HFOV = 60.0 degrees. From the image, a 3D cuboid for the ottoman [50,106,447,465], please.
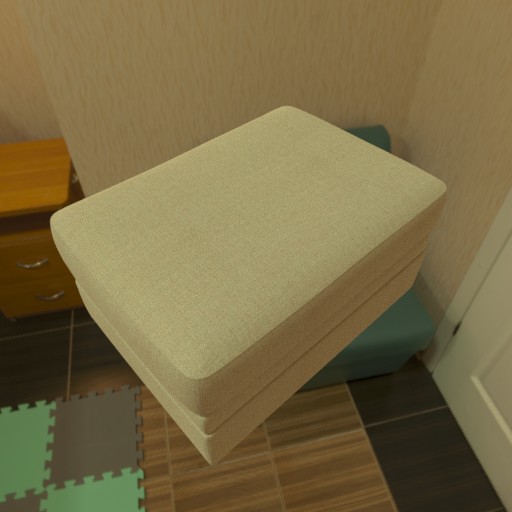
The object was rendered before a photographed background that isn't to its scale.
[{"bbox_3d":[0.000,0.000,1.269,0.885,0.478,0.637,-33,55,-28],"label":"ottoman"}]
